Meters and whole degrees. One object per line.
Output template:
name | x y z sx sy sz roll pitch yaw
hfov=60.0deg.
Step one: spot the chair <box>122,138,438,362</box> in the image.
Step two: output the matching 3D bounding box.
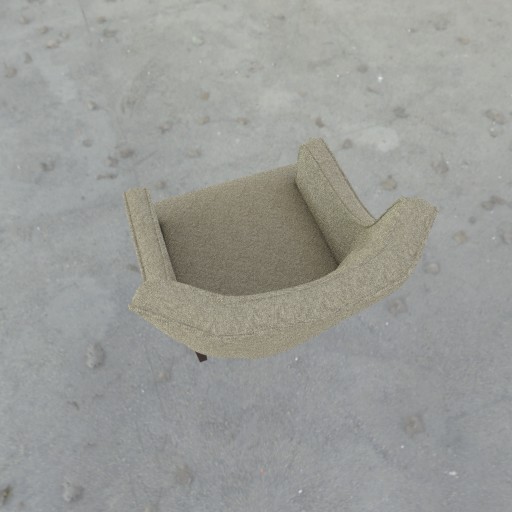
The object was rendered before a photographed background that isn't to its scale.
chair | 0.000 0.000 1.645 0.820 0.920 0.910 -18 60 -10
